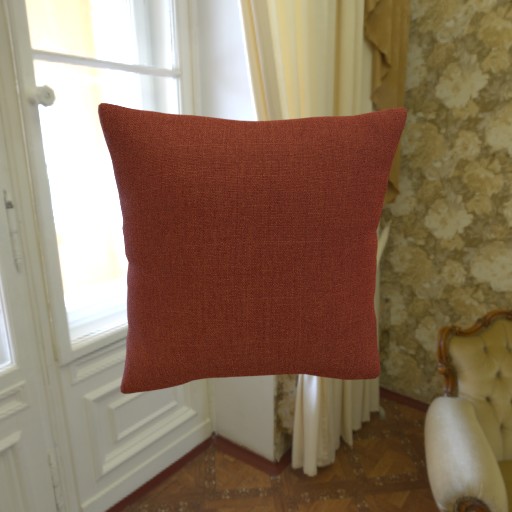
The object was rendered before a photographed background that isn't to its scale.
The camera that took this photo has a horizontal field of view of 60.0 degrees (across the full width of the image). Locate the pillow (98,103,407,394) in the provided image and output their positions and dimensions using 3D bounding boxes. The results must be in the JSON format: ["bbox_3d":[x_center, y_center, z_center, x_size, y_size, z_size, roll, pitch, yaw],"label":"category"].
[{"bbox_3d":[0.000,0.000,0.669,0.429,0.434,0.159,-2,16,-7],"label":"pillow"}]
